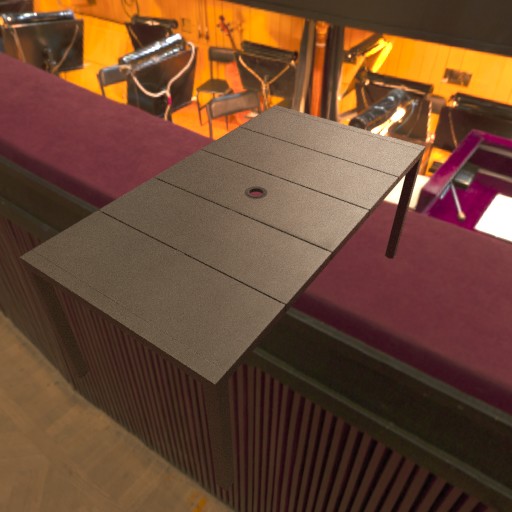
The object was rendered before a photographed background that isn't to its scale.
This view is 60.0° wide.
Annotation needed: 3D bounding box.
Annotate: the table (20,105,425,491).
[{"bbox_3d":[0.000,0.000,2.162,0.914,0.735,1.680,25,47,26],"label":"table"}]
